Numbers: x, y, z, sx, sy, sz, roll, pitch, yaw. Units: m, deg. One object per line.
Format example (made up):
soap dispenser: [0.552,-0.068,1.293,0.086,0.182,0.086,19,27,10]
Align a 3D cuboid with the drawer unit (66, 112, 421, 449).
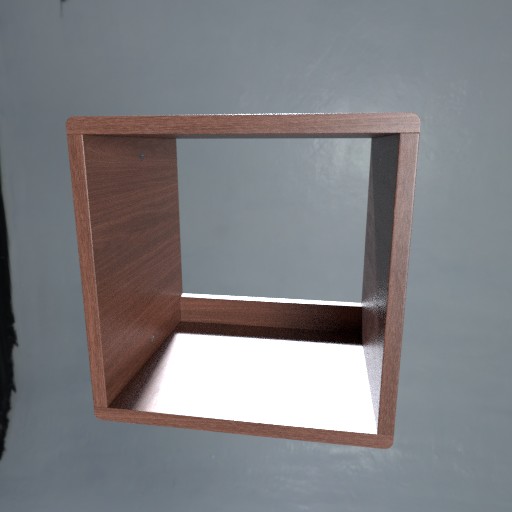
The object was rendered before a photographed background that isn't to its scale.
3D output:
drawer unit: [0.000,0.000,0.607,0.349,0.351,0.290,2,14,9]
